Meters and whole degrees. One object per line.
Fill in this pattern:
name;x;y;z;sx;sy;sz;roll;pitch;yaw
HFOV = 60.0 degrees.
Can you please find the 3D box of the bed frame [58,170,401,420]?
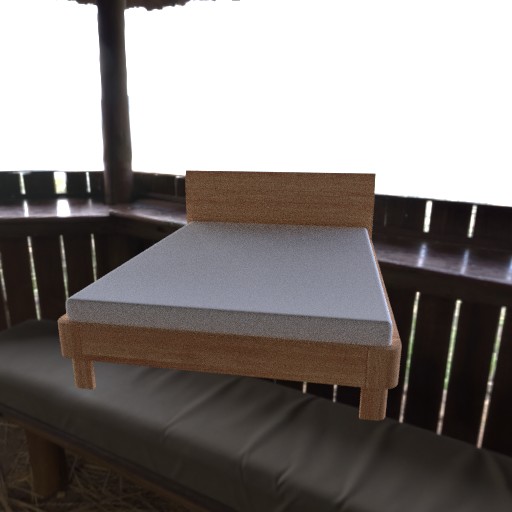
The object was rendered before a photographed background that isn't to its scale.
bed frame;0.000;0.000;2.992;1.660;0.940;2.092;3;16;10
